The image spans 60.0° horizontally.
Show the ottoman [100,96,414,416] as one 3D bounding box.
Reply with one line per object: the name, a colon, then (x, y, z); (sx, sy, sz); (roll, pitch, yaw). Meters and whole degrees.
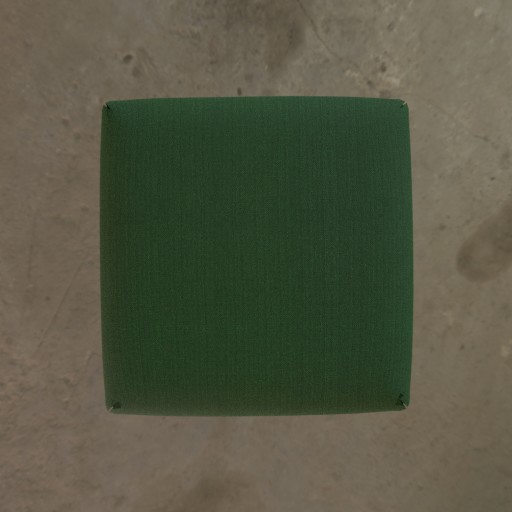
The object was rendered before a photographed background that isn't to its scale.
ottoman: (0.000, 0.000, 0.886); (0.497, 0.475, 0.507); (0, 90, -1)
